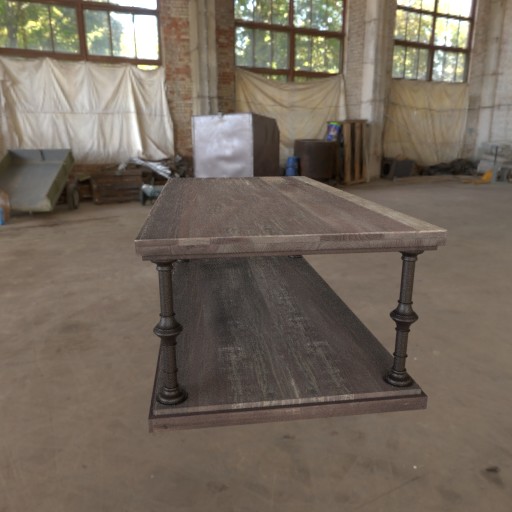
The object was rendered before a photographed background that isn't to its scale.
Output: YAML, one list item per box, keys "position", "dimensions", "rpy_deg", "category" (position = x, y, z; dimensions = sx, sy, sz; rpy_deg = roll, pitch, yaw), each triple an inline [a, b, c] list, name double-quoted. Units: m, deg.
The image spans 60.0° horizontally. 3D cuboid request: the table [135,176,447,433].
- position: [0.000, 0.000, 1.339]
  dimensions: [0.554, 0.373, 1.088]
  rpy_deg: [-2, 15, -7]
  category: "table"
